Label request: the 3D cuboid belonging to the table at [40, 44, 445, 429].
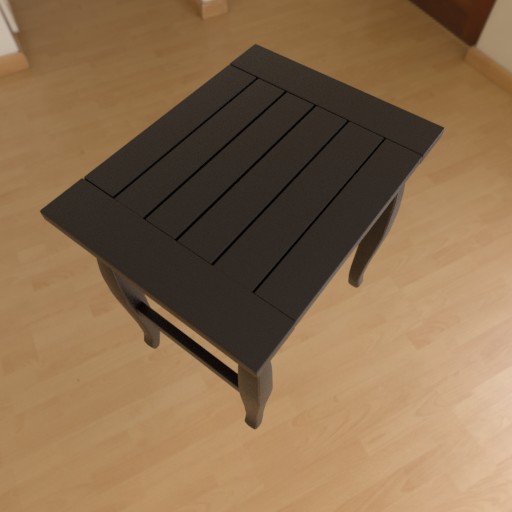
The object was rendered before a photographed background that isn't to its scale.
[{"bbox_3d":[0.000,0.000,1.052,0.460,0.604,0.602,33,63,19],"label":"table"}]
